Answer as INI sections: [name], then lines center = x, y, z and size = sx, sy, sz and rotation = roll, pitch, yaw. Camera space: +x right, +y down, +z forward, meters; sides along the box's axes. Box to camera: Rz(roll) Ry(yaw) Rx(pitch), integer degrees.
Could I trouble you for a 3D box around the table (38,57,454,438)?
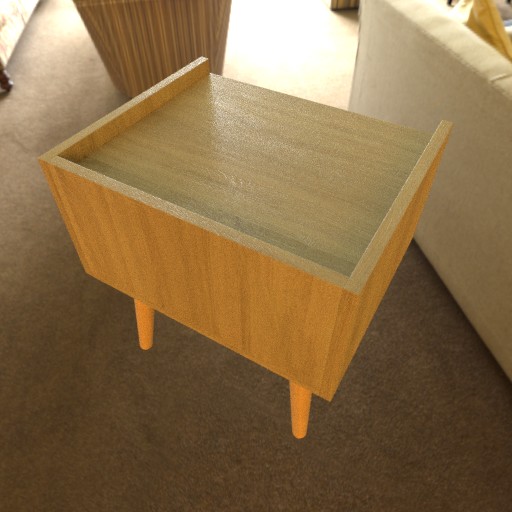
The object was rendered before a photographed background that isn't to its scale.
[table]
center = 0.000, 0.000, 0.785
size = 0.450, 0.470, 0.370
rotation = 23, 51, 20
